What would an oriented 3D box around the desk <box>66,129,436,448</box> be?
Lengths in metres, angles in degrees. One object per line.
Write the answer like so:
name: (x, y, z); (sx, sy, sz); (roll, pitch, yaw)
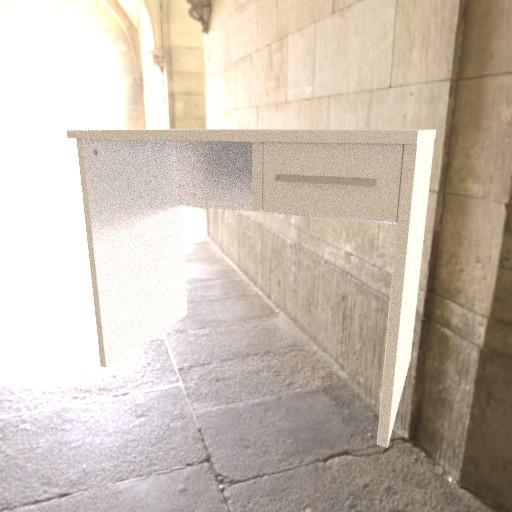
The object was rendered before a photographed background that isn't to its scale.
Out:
desk: (0.000, 0.000, 1.329); (0.900, 0.729, 0.498); (7, 18, 24)
